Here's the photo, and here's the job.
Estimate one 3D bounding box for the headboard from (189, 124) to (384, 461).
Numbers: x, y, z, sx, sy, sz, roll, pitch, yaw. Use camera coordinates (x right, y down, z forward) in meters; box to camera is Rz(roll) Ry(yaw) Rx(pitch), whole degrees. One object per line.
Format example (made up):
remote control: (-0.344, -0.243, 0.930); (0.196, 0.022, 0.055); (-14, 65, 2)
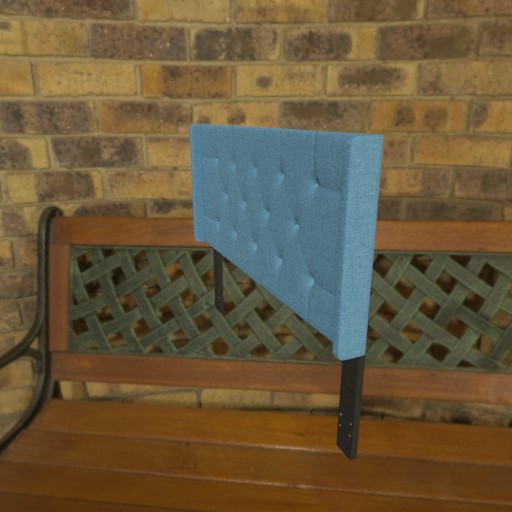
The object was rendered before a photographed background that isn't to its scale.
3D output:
headboard: (0.000, 0.000, 2.737); (0.184, 1.524, 2.051); (-8, 19, -23)
